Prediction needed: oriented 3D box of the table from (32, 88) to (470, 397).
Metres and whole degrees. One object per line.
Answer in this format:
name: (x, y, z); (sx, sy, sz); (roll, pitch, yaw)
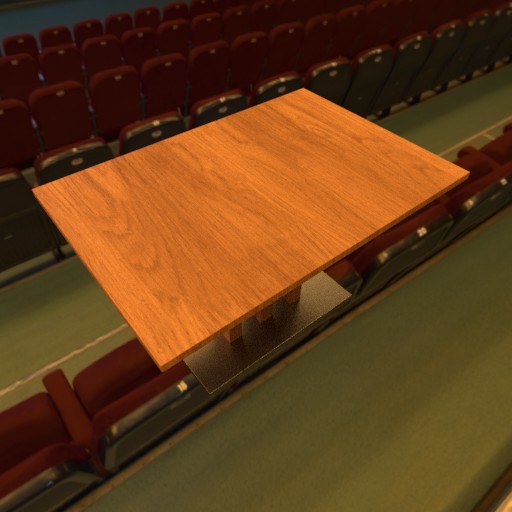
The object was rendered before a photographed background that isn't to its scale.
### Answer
table: (0.000, 0.000, 1.868); (1.300, 0.770, 0.900); (-29, 52, -26)
